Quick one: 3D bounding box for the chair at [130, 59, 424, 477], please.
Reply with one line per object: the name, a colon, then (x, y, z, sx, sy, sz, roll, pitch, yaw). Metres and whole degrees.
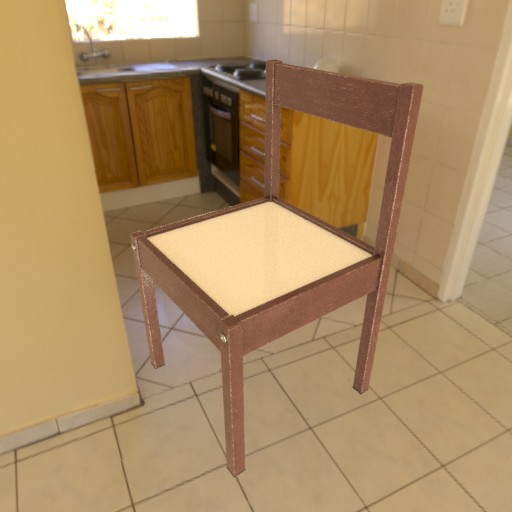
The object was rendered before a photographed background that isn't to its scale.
chair: (0.000, 0.000, 0.675, 0.285, 0.505, 0.285, -20, 36, -30)
